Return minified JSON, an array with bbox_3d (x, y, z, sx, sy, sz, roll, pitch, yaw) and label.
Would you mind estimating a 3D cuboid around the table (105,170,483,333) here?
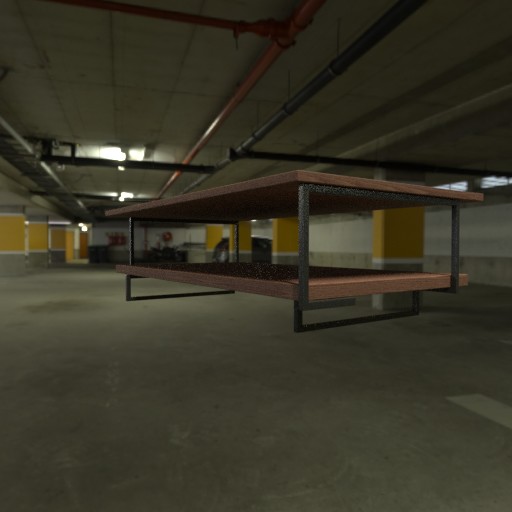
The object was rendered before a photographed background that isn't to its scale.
[{"bbox_3d":[0.000,0.000,1.495,0.651,0.347,1.197,-1,2,-35],"label":"table"}]
